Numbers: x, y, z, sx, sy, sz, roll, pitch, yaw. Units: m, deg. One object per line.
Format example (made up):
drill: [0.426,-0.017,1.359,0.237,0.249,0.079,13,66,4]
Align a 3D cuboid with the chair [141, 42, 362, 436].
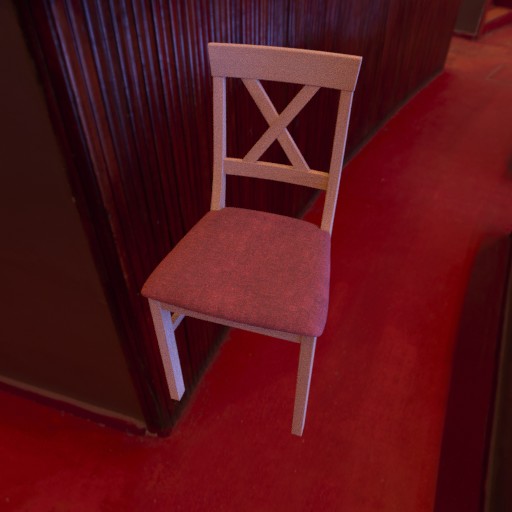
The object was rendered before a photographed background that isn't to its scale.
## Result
chair: [0.000,0.000,1.177,0.439,0.912,0.492,12,42,13]
